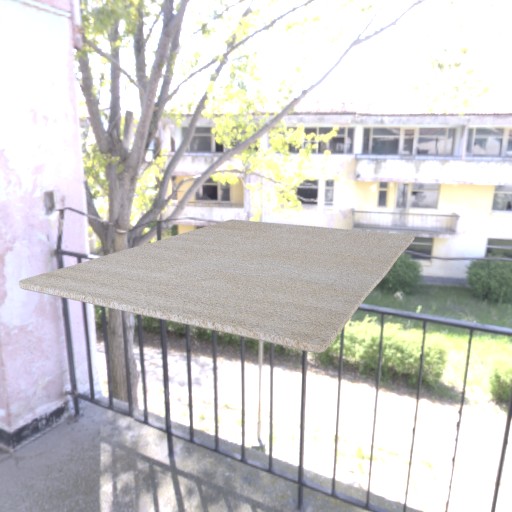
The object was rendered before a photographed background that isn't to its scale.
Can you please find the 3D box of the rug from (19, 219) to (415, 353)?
[{"bbox_3d":[0.000,0.000,2.074,1.199,0.025,1.600,7,16,26],"label":"rug"}]
